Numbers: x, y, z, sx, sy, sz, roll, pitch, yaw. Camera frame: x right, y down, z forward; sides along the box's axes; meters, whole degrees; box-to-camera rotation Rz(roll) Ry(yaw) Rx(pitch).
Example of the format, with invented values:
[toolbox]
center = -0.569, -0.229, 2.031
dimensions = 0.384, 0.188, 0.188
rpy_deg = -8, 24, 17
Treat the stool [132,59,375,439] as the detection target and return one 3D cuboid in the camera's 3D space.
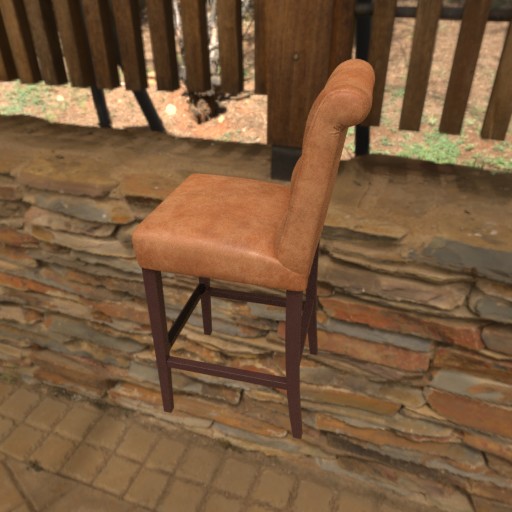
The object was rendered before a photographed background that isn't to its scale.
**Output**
[stool]
center = 0.000, 0.000, 1.433
dimensions = 0.601, 1.140, 0.493
rpy_deg = 7, 32, 12
